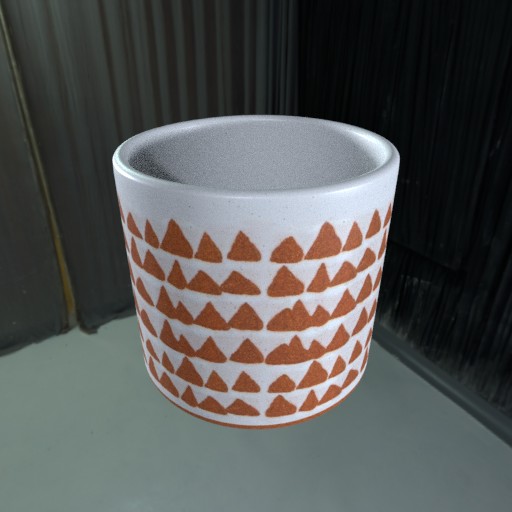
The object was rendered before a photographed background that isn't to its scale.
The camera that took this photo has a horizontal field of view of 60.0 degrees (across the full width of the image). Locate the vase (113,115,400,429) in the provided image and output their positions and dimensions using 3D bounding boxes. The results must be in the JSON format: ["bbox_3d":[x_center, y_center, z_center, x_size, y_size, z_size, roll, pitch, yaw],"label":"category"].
[{"bbox_3d":[0.000,0.000,0.249,0.137,0.127,0.137,0,29,0],"label":"vase"}]
